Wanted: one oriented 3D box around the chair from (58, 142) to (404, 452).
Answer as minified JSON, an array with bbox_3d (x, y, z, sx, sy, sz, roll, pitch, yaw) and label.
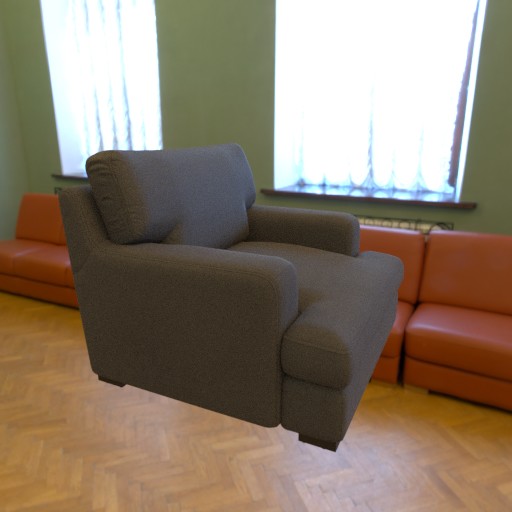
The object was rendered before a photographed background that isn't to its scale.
[{"bbox_3d":[0.000,0.000,1.966,1.143,0.940,1.168,8,18,25],"label":"chair"}]
